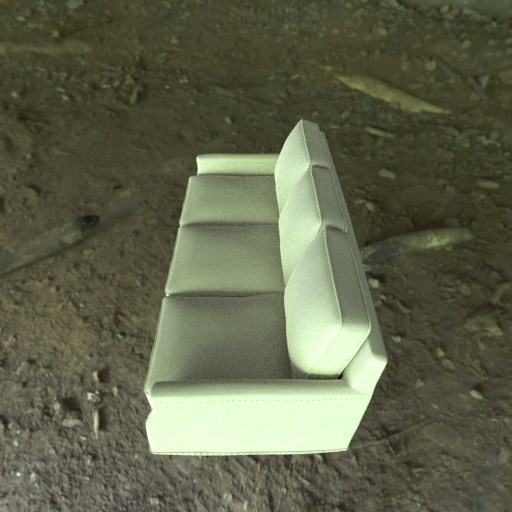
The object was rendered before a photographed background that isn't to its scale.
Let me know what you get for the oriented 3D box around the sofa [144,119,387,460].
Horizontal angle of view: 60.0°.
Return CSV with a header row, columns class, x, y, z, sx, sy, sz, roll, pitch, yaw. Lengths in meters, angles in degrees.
class,x,y,z,sx,sy,sz,roll,pitch,yaw
sofa,0.000,0.000,2.838,1.084,1.003,2.246,0,40,0
